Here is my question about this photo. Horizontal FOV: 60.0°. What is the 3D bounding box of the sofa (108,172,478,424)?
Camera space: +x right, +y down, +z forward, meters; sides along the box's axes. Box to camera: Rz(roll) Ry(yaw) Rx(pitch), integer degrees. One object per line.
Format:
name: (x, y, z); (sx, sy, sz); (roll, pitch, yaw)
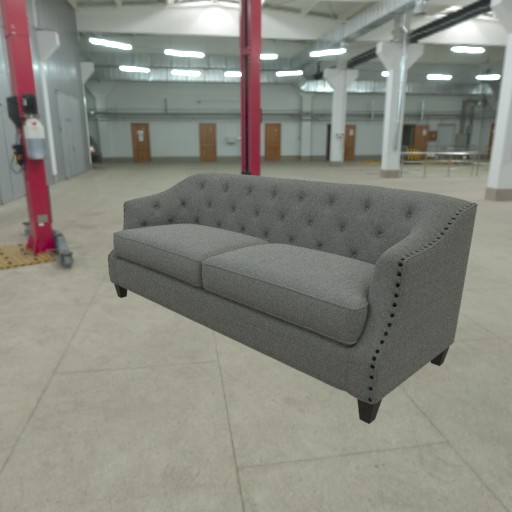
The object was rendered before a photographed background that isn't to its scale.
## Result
sofa: (0.000, 0.000, 2.763); (0.914, 0.901, 2.235); (-15, 21, -43)
